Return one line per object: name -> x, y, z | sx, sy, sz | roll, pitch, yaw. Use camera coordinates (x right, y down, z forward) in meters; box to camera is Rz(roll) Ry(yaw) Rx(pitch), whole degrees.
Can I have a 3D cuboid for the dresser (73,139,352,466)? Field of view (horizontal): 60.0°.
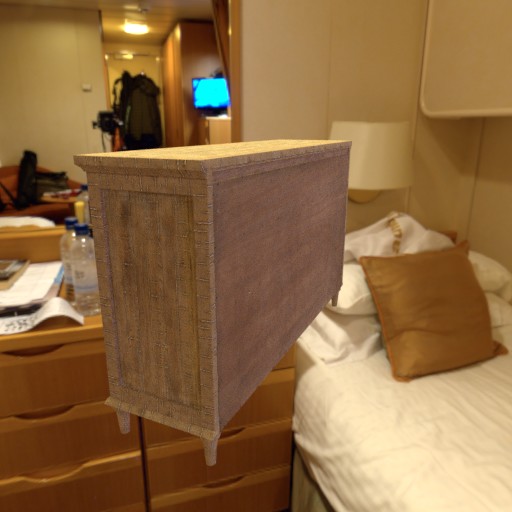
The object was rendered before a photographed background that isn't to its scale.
dresser -> 0.000, 0.000, 2.101 | 0.457, 1.016, 1.626 | 8, 18, 24
